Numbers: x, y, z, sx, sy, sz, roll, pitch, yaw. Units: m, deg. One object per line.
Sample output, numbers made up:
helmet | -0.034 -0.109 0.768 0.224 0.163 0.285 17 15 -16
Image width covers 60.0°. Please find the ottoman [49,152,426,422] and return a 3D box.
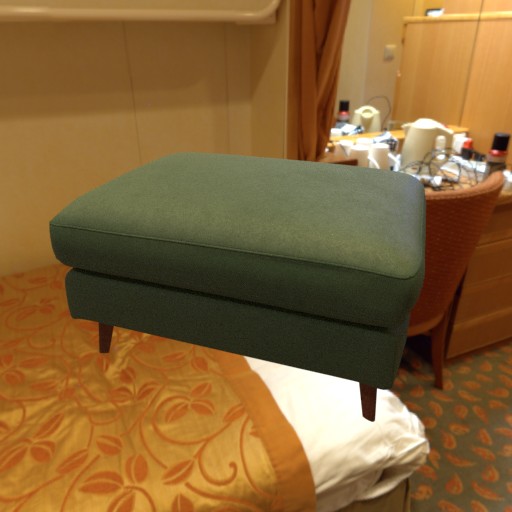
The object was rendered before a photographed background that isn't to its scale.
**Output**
ottoman | 0.000 0.000 1.172 0.811 0.449 0.608 9 28 17
